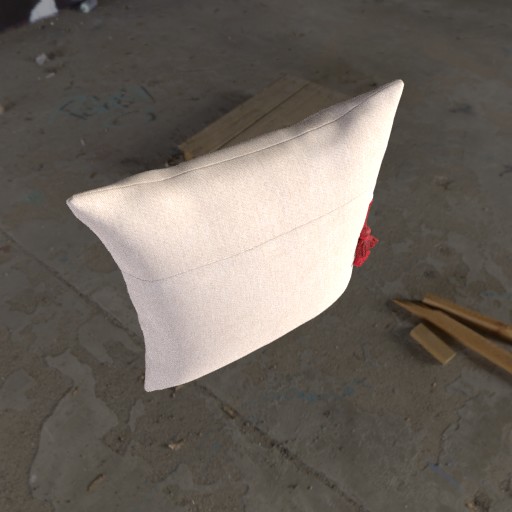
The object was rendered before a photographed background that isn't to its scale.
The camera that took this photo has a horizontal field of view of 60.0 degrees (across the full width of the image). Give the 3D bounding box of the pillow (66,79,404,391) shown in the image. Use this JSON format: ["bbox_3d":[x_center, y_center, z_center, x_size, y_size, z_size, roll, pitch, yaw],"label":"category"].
[{"bbox_3d":[0.000,0.000,0.657,0.433,0.436,0.173,-26,53,-21],"label":"pillow"}]
